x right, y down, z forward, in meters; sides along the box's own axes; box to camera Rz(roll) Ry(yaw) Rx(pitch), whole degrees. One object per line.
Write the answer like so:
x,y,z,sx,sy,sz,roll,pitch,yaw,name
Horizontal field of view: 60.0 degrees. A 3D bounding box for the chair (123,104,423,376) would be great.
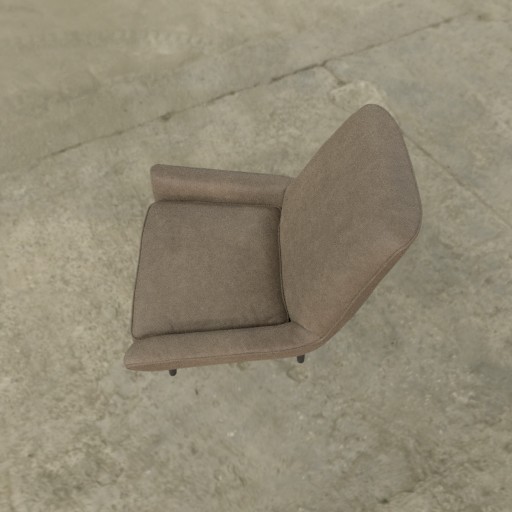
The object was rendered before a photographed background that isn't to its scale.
0.000,0.000,1.514,0.824,0.888,0.787,-1,58,-1,chair
